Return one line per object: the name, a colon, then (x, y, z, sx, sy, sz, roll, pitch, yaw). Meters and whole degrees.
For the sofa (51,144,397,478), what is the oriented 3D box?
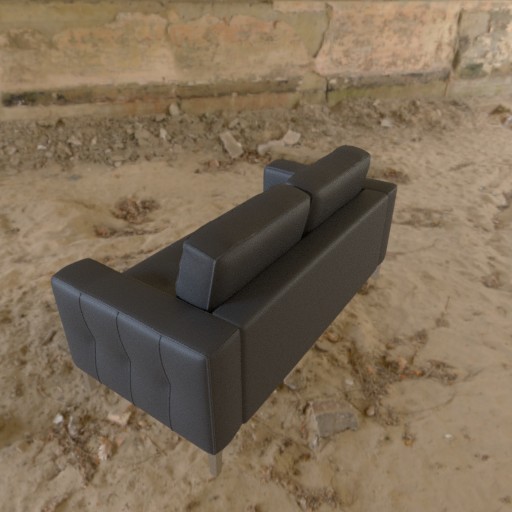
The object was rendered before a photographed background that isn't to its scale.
sofa: (0.000, 0.000, 2.220, 0.833, 0.893, 1.726, 20, 36, 29)
